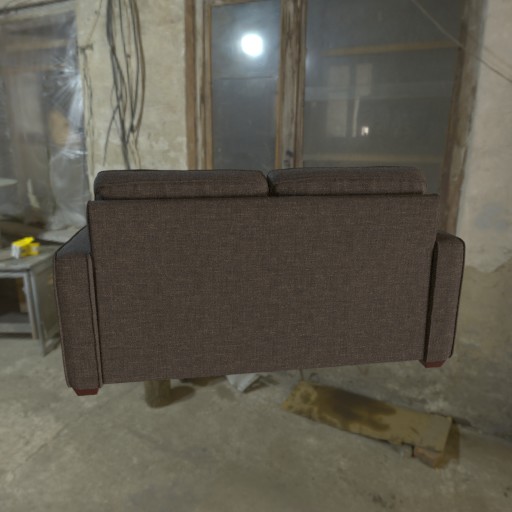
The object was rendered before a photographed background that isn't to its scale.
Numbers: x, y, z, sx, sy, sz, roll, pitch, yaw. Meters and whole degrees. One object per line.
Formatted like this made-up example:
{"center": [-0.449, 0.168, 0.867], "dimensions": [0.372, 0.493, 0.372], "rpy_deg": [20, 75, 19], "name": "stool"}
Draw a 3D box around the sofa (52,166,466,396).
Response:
{"center": [0.000, 0.000, 2.242], "dimensions": [1.709, 0.918, 0.947], "rpy_deg": [-2, 15, -8], "name": "sofa"}
